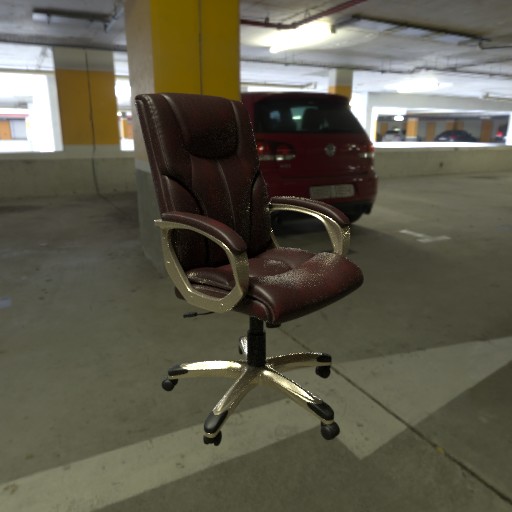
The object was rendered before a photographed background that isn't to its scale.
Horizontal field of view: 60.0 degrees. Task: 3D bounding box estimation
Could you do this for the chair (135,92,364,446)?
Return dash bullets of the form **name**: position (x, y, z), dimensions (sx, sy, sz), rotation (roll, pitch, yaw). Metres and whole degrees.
- **chair**: position (0.000, 0.000, 1.552), dimensions (0.739, 1.107, 0.662), rotation (14, 21, 42)
